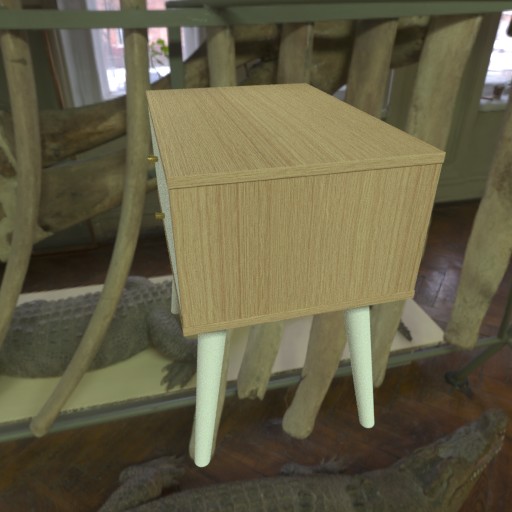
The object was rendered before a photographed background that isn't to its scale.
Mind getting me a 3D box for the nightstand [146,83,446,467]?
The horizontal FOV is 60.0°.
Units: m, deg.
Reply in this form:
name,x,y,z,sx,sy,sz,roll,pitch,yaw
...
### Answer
name,x,y,z,sx,sy,sz,roll,pitch,yaw
nightstand,0.000,0.000,0.976,0.407,0.610,0.571,-8,32,-13
